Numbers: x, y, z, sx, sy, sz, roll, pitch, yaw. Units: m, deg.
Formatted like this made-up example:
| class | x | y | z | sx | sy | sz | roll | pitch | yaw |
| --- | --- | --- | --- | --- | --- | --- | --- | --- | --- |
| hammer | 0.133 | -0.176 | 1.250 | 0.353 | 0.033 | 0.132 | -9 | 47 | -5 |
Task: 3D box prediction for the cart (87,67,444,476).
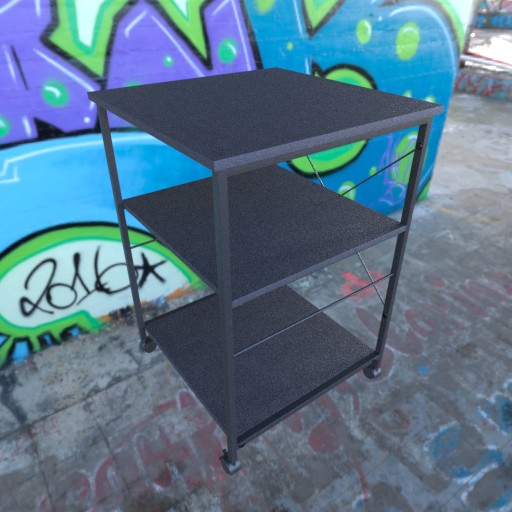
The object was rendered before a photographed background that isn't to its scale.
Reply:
| class | x | y | z | sx | sy | sz | roll | pitch | yaw |
| --- | --- | --- | --- | --- | --- | --- | --- | --- | --- |
| cart | 0.000 | 0.000 | 1.108 | 0.520 | 0.762 | 0.521 | -21 | 38 | -30 |
